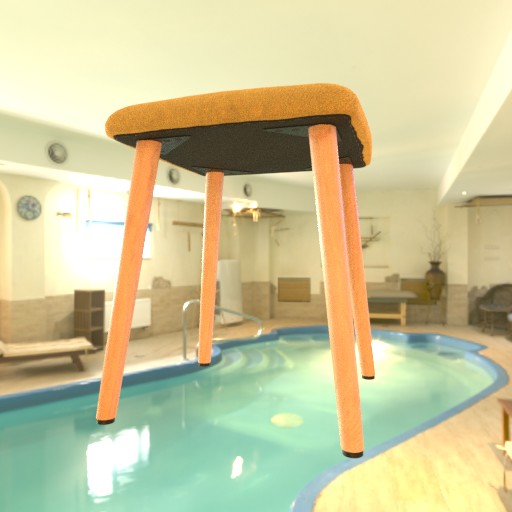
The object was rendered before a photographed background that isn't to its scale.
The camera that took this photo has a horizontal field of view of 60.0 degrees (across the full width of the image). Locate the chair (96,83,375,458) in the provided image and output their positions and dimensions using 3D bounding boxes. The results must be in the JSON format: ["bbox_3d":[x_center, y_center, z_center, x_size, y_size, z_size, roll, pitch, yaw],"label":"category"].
[{"bbox_3d":[0.000,0.000,0.694,0.350,0.440,0.350,0,0,17],"label":"chair"}]
